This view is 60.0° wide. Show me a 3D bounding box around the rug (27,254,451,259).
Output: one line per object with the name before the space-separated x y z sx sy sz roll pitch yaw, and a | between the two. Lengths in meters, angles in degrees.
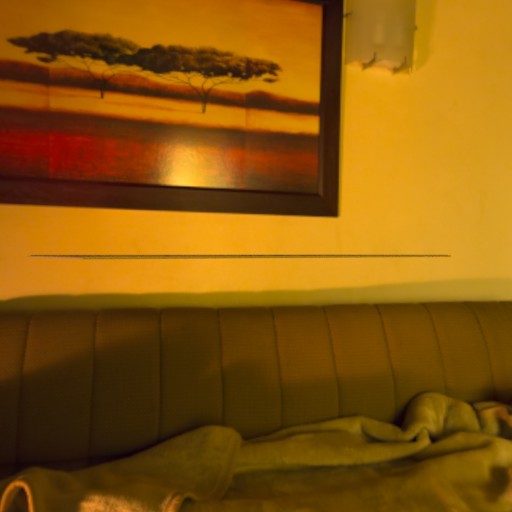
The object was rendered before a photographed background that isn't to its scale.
rug | 0.000 0.000 1.405 1.220 0.007 0.605 0 0 -36
